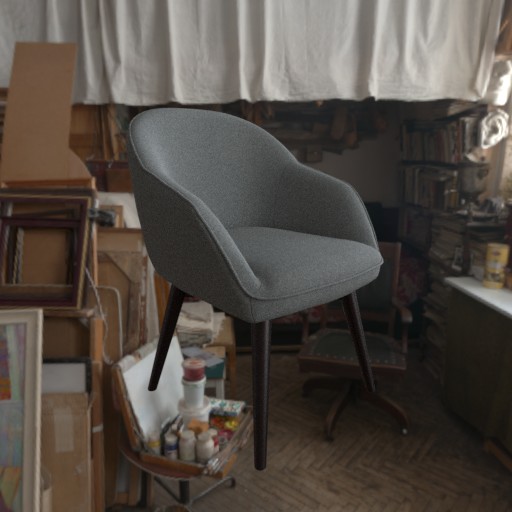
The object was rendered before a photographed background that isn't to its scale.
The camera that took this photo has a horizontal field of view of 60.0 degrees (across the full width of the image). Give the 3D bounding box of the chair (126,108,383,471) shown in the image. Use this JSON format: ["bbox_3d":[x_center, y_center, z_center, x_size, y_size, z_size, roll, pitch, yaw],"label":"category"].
[{"bbox_3d":[0.000,0.000,1.232,0.589,0.810,0.611,-13,19,-43],"label":"chair"}]
